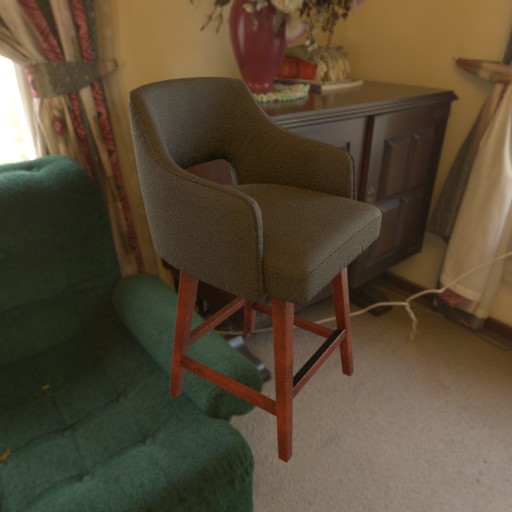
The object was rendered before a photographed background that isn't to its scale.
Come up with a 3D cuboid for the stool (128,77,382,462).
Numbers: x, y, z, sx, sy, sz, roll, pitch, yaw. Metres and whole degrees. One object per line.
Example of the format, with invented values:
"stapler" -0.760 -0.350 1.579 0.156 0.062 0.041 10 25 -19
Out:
"stool" 0.000 0.000 1.258 0.558 0.912 0.548 17 32 31
